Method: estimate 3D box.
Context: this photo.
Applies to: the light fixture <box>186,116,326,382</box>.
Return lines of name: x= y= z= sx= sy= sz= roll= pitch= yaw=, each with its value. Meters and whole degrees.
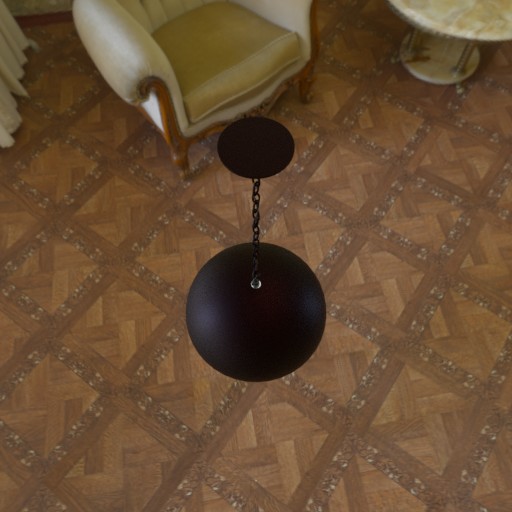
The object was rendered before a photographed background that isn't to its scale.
light fixture: x=0.000 y=0.000 z=1.178 sx=0.492 sy=0.869 sz=0.492 roll=31 pitch=67 yaw=15
